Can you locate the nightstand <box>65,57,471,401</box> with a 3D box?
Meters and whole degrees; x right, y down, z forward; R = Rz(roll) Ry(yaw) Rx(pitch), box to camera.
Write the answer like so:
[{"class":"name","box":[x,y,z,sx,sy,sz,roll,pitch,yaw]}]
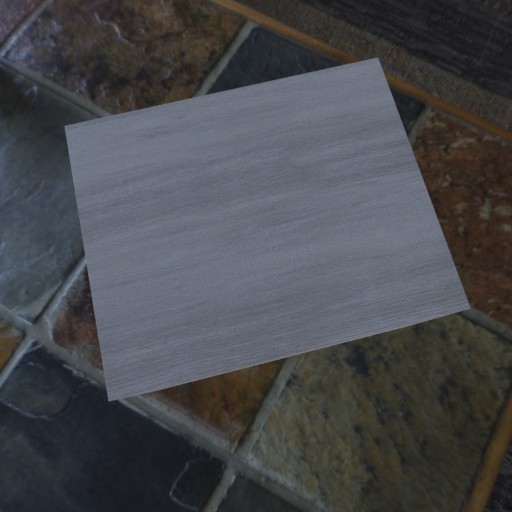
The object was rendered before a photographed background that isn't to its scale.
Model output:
[{"class":"nightstand","box":[0.000,0.000,0.820,0.450,0.500,0.380,-14,76,-3]}]
